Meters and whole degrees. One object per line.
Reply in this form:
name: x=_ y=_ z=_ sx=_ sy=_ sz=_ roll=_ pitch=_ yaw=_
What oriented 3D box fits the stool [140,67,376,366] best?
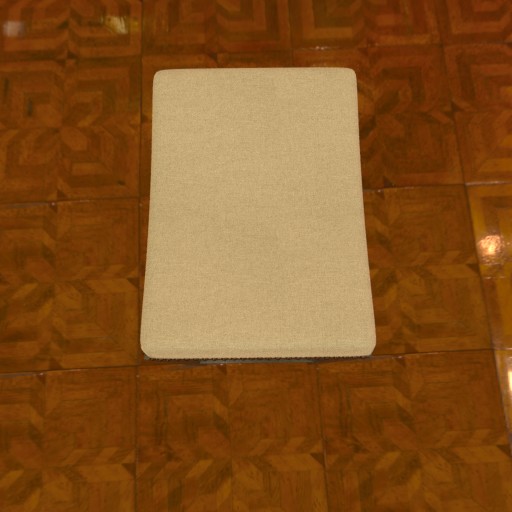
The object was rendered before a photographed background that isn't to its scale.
stool: x=0.000 y=0.000 z=1.039 sx=0.358 sy=0.759 sz=0.498 roll=-1 pitch=76 yaw=0
